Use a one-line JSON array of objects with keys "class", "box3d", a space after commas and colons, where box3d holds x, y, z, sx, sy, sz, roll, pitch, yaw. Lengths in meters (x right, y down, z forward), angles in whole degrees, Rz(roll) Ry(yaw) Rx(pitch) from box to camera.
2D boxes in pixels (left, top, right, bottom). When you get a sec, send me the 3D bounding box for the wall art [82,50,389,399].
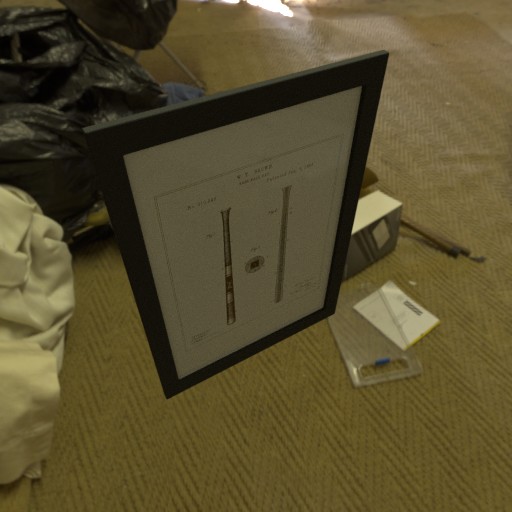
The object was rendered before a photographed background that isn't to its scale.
[{"class": "wall art", "box3d": [0.000, 0.000, 0.669, 0.374, 0.529, 0.012, -23, 50, -21]}]
